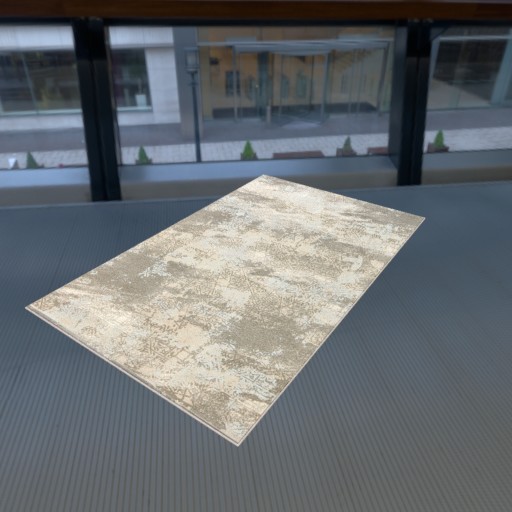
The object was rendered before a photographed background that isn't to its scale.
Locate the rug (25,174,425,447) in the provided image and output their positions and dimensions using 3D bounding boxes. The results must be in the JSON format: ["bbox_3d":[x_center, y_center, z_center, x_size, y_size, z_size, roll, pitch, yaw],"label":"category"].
[{"bbox_3d":[0.000,0.000,3.009,1.536,0.012,2.431,21,38,29],"label":"rug"}]
